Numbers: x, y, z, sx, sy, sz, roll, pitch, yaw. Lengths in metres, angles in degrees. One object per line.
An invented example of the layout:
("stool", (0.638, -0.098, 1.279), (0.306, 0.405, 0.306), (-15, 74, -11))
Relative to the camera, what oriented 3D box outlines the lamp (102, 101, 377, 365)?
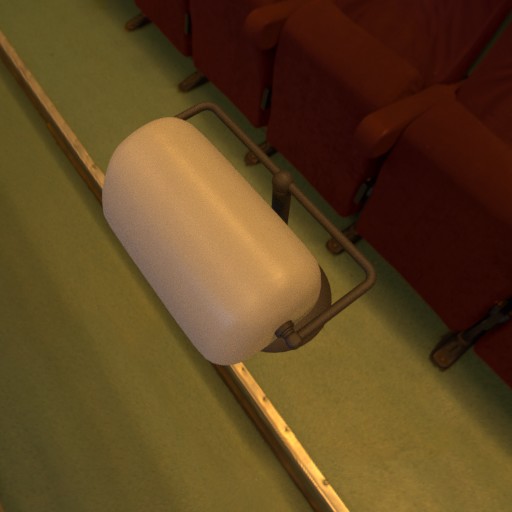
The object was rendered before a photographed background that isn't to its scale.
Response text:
("lamp", (0.000, 0.000, 0.516), (0.243, 0.339, 0.264), (-34, 68, -16))
